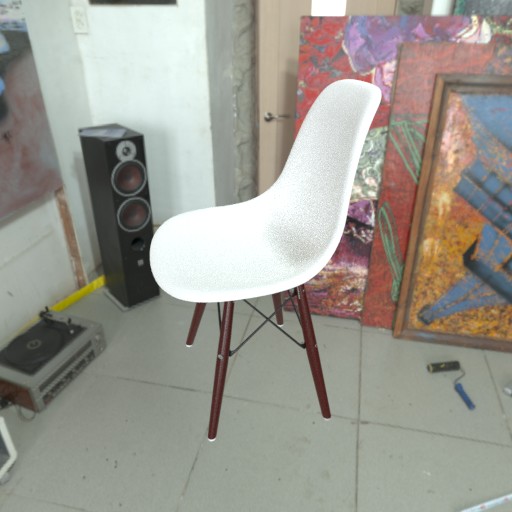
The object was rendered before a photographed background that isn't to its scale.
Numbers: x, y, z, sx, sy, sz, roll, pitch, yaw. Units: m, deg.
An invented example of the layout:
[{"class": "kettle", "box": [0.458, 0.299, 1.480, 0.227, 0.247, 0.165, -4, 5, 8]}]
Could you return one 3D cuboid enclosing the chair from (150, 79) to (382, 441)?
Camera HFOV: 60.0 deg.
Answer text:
[{"class": "chair", "box": [0.000, 0.000, 1.150, 0.533, 0.826, 0.470, -8, 30, -15]}]
